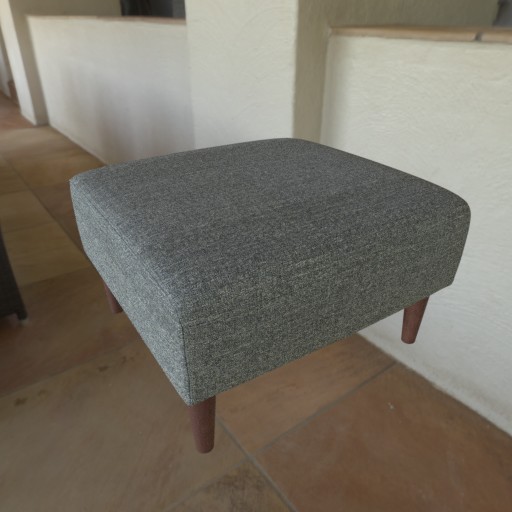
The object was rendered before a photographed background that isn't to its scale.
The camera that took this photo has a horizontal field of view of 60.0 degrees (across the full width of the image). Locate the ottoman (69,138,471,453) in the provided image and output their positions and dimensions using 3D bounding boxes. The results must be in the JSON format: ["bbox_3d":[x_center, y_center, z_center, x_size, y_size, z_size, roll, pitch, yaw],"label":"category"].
[{"bbox_3d":[0.000,0.000,1.034,0.655,0.399,0.648,-17,33,-29],"label":"ottoman"}]
